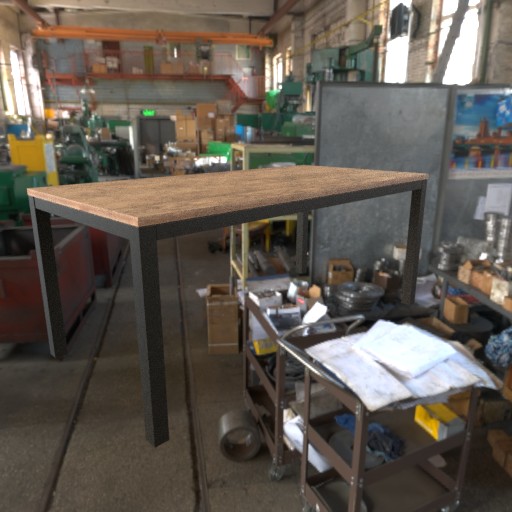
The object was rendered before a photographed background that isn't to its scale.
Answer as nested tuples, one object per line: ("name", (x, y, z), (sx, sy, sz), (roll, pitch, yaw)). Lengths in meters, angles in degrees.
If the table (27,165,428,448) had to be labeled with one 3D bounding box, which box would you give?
("table", (0.000, 0.000, 2.259), (1.805, 0.767, 0.893), (-15, 22, -42))
